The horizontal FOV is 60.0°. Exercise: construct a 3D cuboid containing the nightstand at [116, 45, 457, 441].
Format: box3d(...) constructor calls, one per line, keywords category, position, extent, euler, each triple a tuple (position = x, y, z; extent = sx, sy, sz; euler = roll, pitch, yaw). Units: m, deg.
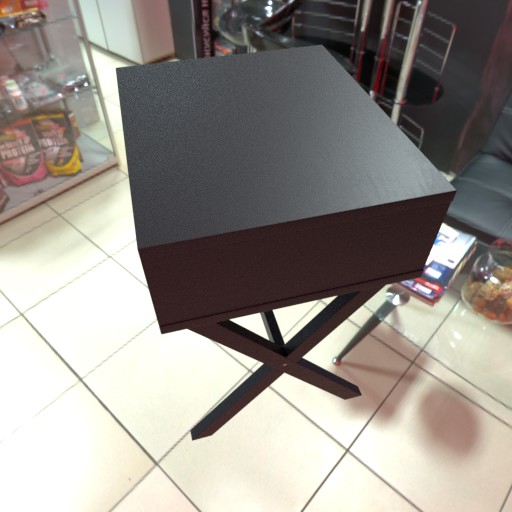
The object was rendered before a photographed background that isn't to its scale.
box3d(category="nightstand", position=(0.000, 0.000, 0.912), extent=(0.402, 0.623, 0.479), euler=(-11, 48, -10))
